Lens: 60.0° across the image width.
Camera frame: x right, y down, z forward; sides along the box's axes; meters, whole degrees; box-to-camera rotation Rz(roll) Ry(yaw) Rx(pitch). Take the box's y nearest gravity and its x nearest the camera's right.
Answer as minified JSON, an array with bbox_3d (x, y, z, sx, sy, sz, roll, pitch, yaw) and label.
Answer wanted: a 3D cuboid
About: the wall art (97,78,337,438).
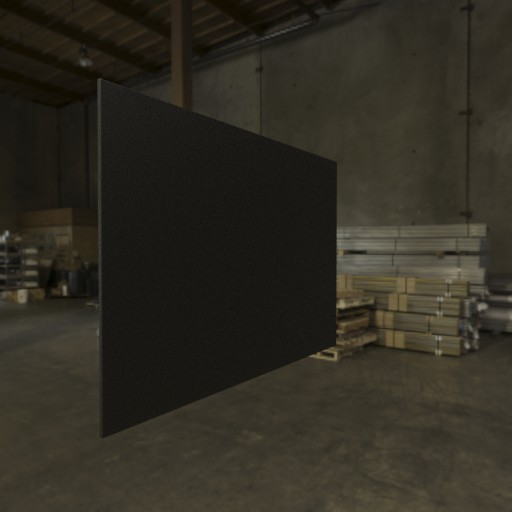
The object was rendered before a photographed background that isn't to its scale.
[{"bbox_3d":[0.000,0.000,1.480,0.013,0.811,1.192,1,1,36],"label":"wall art"}]
